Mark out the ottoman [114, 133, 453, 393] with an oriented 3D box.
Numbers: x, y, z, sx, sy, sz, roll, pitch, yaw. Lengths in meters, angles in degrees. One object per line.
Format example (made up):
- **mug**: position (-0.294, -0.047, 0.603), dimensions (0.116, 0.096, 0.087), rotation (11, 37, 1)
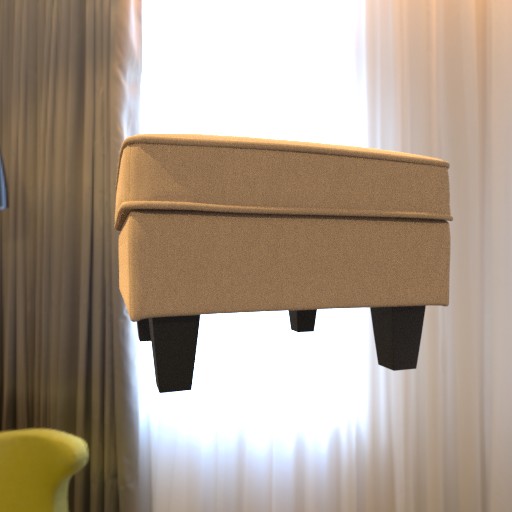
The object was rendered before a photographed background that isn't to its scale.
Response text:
- **ottoman**: position (0.000, 0.000, 1.020), dimensions (0.616, 0.438, 0.613), rotation (0, 0, -19)
